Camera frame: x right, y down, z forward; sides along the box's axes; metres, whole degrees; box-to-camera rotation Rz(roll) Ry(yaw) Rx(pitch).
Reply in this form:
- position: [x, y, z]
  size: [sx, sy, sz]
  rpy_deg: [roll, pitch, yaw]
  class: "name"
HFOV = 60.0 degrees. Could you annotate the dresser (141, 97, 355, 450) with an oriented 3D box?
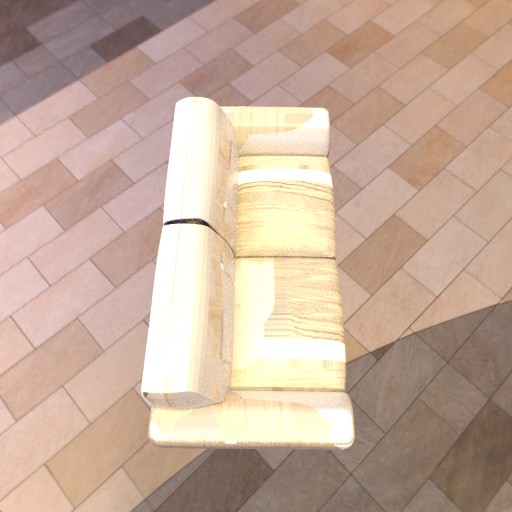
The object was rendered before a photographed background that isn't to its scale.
- position: [0.000, 0.000, 5.864]
  size: [2.251, 1.863, 4.679]
  rpy_deg: [1, 64, 0]
  class: "dresser"
